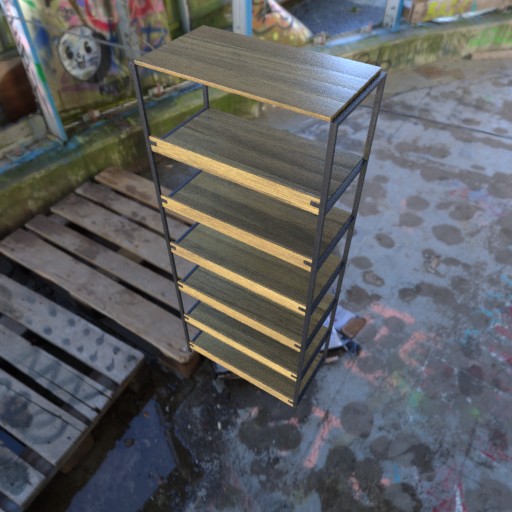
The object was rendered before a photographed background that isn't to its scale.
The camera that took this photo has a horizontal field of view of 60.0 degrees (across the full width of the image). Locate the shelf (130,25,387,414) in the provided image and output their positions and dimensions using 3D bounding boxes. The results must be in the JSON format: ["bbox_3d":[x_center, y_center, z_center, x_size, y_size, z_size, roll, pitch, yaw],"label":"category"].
[{"bbox_3d":[0.000,0.000,2.339,0.847,2.015,0.431,24,51,22],"label":"shelf"}]
